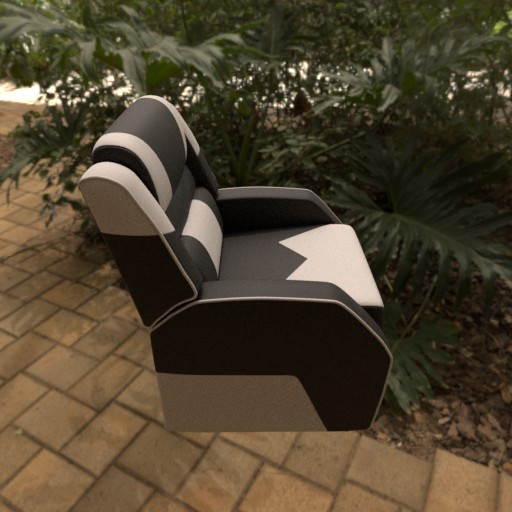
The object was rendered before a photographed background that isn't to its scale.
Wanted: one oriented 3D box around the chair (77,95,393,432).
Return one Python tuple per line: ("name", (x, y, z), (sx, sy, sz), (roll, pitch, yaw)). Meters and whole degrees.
("chair", (0.000, 0.000, 1.261), (0.672, 0.805, 0.620), (0, 32, 0))
